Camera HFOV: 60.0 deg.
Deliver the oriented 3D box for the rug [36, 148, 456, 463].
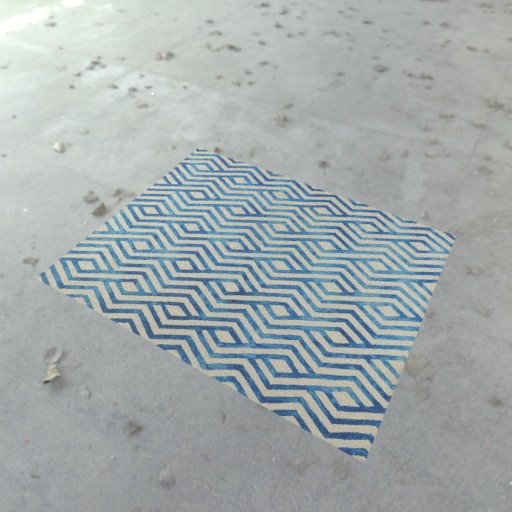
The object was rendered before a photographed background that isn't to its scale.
[{"bbox_3d":[0.000,0.000,4.092,3.059,0.008,2.453,23,50,21],"label":"rug"}]
